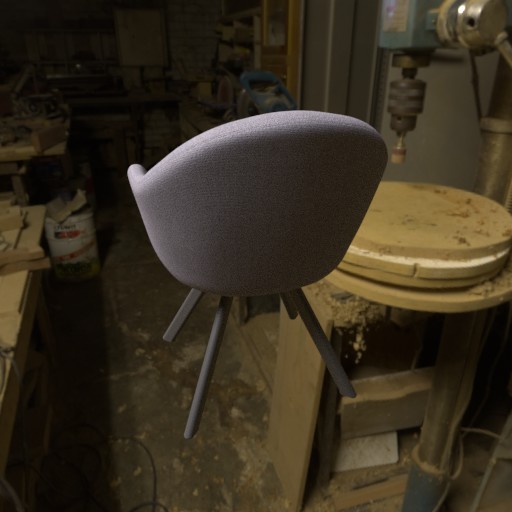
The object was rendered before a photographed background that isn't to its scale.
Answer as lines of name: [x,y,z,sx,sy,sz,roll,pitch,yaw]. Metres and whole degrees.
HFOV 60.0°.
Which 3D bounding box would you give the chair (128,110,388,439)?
chair: [0.000,0.000,1.170,0.590,0.795,0.550,-8,27,-16]
